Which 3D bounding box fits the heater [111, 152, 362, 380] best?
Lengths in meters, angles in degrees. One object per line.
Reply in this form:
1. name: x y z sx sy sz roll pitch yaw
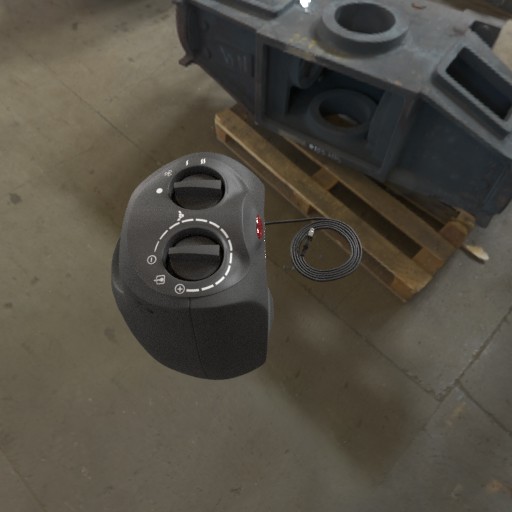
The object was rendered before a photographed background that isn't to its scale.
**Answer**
1. heater: 0.000 0.000 0.469 0.291 0.240 0.239 -1 63 0
